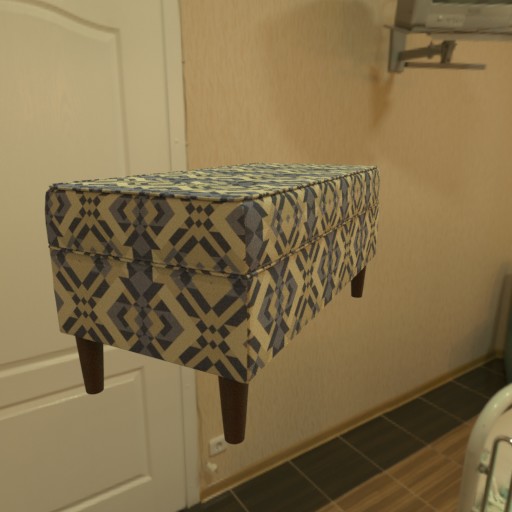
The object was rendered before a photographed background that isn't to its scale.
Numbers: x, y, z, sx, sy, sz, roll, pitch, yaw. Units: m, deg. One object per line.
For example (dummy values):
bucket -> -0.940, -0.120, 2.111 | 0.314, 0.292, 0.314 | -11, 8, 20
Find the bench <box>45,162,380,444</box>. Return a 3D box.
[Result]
bench -> 0.000, 0.000, 1.282 | 0.492, 0.477, 1.016 | 7, 17, 26
